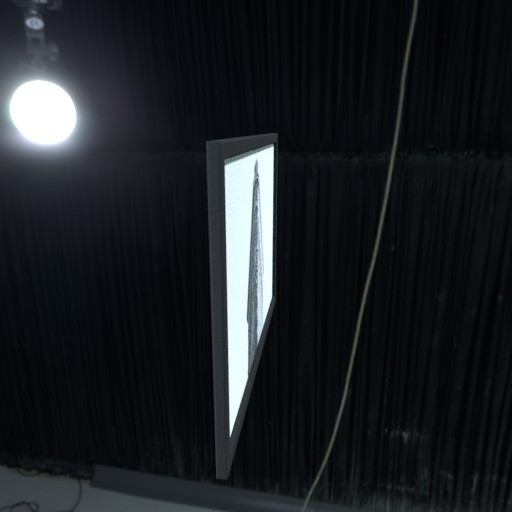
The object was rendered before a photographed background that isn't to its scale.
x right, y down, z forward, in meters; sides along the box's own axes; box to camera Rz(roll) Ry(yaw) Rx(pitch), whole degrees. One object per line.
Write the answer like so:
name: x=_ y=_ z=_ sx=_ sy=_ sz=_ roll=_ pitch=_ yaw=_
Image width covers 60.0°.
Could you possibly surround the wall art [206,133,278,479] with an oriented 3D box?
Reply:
wall art: x=0.000 y=0.000 z=1.259 sx=0.049 sy=0.659 sz=0.964 roll=3 pitch=16 yaw=9
